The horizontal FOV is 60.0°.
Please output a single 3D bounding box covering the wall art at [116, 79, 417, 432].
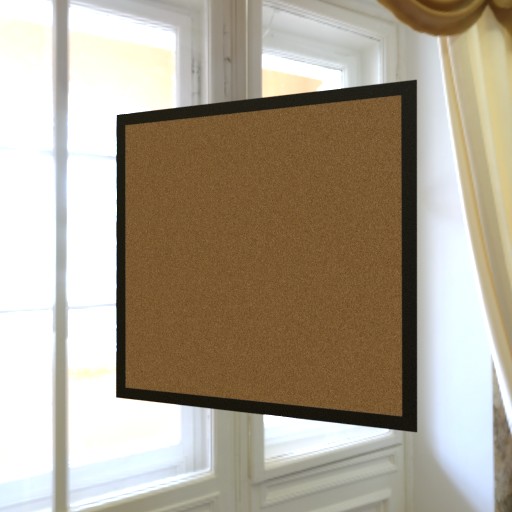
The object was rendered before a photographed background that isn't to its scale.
[{"bbox_3d":[0.000,0.000,0.446,0.304,0.304,0.038,0,0,18],"label":"wall art"}]
